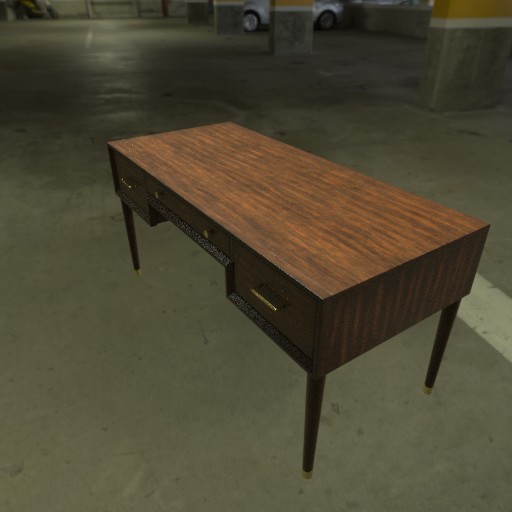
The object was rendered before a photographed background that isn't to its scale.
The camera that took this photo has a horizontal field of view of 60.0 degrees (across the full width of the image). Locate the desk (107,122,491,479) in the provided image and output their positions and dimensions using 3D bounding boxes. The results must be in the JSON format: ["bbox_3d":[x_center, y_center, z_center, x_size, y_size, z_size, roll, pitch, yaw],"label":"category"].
[{"bbox_3d":[0.000,0.000,1.981,0.724,0.762,1.575,-19,36,-29],"label":"desk"}]
